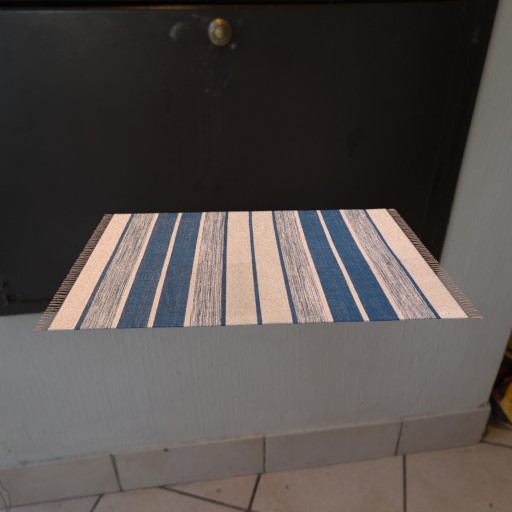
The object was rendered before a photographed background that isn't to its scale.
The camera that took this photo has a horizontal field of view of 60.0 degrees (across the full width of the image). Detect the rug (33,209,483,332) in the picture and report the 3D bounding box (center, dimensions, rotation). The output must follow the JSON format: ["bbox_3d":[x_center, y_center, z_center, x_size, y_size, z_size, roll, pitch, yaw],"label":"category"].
[{"bbox_3d":[0.000,0.000,3.064,2.441,0.010,1.532,-1,29,-2],"label":"rug"}]
